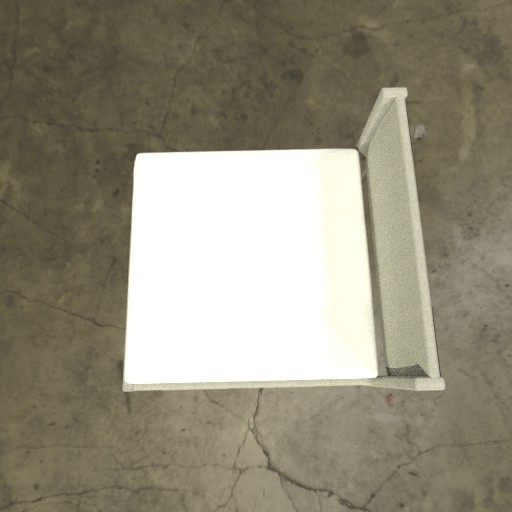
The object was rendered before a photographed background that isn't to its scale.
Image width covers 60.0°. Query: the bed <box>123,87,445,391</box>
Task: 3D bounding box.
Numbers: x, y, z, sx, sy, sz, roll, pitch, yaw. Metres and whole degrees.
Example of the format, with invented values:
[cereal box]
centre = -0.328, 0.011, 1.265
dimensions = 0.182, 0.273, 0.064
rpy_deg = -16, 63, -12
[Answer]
[bed]
centre = 0.000, 0.000, 3.681
dimensions = 2.280, 1.470, 2.140
rpy_deg = -1, 75, 0
